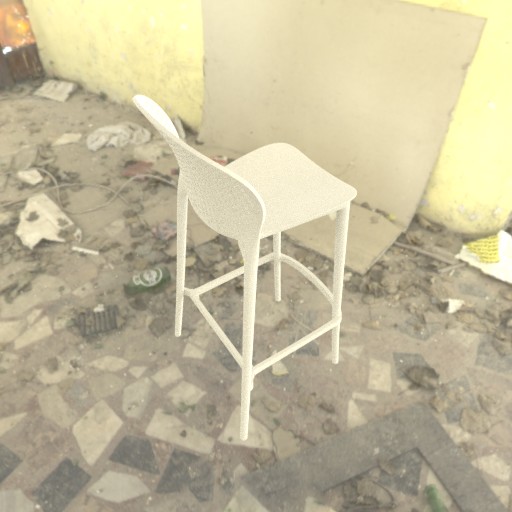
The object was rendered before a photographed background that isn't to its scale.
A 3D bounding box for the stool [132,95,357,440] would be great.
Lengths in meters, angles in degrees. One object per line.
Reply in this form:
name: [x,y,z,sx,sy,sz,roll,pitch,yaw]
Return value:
stool: [0.000,0.000,1.387,0.535,1.045,0.536,-23,47,-24]
